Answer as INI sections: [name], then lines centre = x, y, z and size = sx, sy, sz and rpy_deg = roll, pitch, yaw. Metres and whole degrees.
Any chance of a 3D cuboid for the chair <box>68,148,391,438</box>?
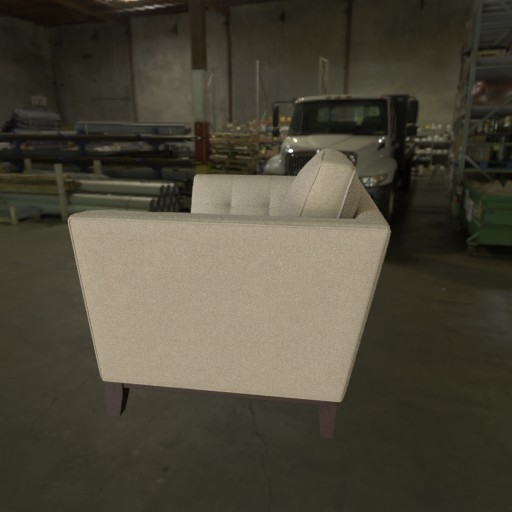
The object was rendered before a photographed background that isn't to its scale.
[chair]
centre = 0.000, 0.000, 2.015
size = 0.965, 0.940, 1.397
rpy_deg = 2, 16, 9
